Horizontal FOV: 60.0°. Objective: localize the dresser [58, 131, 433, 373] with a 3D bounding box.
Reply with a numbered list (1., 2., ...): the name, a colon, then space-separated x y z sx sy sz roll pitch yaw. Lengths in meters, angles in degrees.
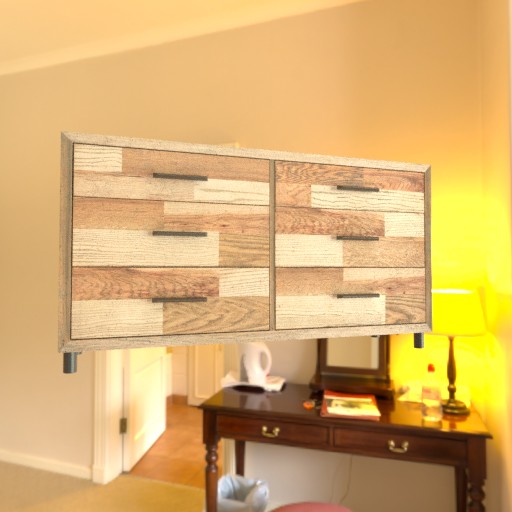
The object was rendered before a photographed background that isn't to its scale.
1. dresser: 0.000 0.000 1.942 1.547 0.834 0.487 1 -2 -19
